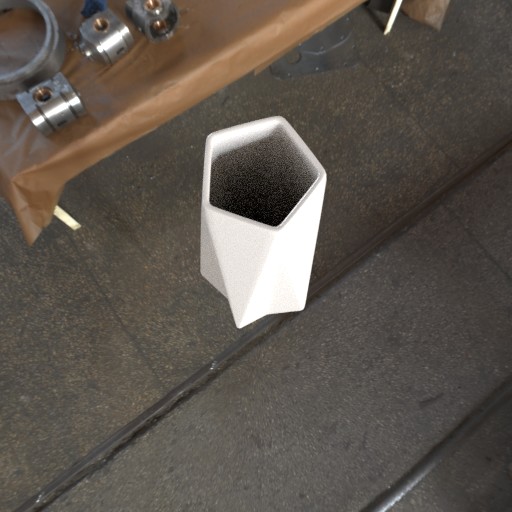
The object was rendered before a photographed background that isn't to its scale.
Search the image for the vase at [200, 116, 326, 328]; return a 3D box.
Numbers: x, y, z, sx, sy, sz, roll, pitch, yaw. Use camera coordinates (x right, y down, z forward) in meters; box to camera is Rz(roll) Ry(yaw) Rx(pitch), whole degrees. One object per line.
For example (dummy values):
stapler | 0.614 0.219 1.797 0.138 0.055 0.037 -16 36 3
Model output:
vase | 0.000 0.000 0.393 0.122 0.329 0.116 19 77 5
